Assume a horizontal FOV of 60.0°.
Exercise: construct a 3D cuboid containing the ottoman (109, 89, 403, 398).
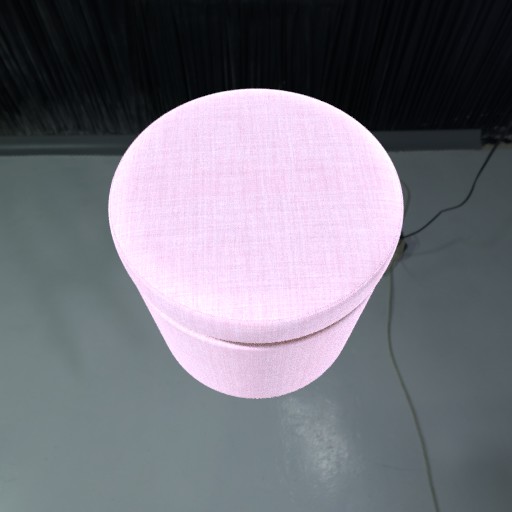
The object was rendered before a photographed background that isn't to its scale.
[{"bbox_3d":[0.000,0.000,0.759,0.400,0.406,0.400,0,60,0],"label":"ottoman"}]
